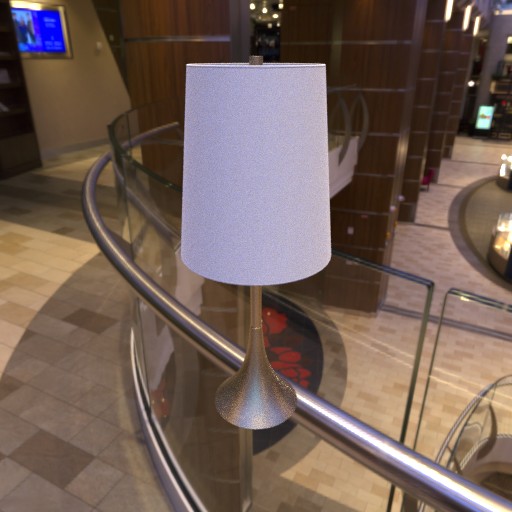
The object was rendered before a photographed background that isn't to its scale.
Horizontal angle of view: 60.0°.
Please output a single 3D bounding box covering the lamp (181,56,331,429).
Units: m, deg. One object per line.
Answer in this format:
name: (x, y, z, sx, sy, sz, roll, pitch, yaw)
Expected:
lamp: (0.000, 0.000, 0.693, 0.231, 0.569, 0.231, 0, 24, 0)
